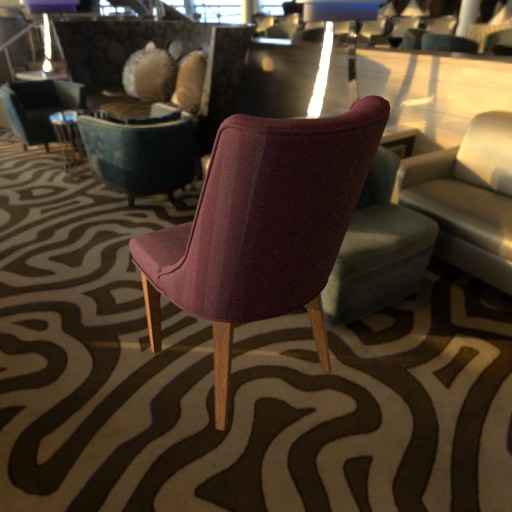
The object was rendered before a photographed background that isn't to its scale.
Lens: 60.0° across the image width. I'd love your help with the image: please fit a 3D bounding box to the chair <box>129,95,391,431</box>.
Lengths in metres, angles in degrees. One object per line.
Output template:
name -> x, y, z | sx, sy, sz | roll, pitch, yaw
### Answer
chair -> 0.000, 0.000, 1.291 | 0.548, 0.916, 0.638 | -18, 34, -29
